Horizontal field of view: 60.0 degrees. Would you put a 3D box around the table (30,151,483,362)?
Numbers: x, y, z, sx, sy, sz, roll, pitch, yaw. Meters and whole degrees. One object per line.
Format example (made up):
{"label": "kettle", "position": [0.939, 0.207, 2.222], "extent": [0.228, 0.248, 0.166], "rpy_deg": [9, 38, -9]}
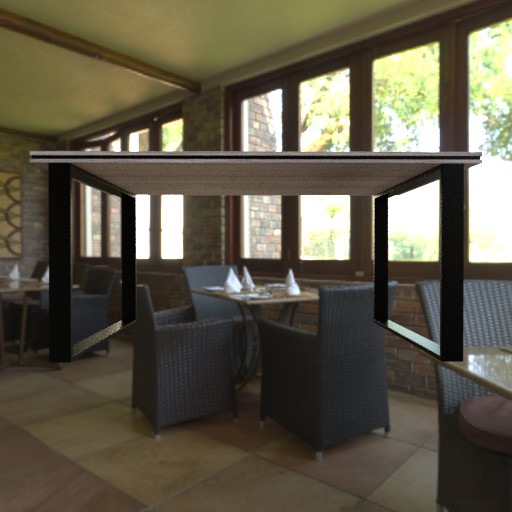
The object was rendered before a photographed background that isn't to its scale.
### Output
{"label": "table", "position": [0.000, 0.000, 1.988], "extent": [1.579, 0.736, 0.881], "rpy_deg": [0, 0, 0]}
